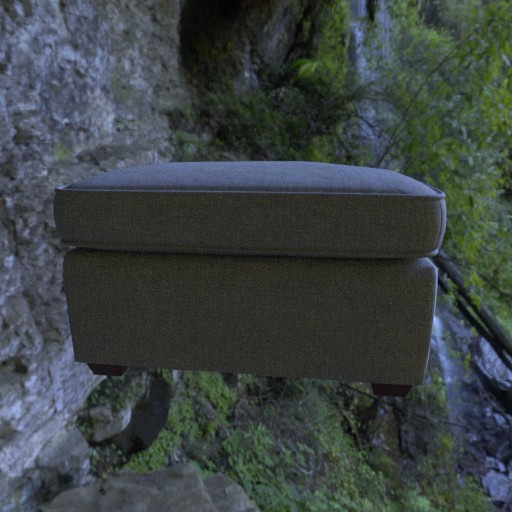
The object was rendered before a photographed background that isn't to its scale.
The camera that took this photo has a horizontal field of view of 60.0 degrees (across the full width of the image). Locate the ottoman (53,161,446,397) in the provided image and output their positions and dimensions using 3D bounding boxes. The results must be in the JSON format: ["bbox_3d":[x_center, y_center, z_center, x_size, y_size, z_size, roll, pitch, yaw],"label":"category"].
[{"bbox_3d":[0.000,0.000,1.103,0.762,0.457,0.559,2,15,7],"label":"ottoman"}]
